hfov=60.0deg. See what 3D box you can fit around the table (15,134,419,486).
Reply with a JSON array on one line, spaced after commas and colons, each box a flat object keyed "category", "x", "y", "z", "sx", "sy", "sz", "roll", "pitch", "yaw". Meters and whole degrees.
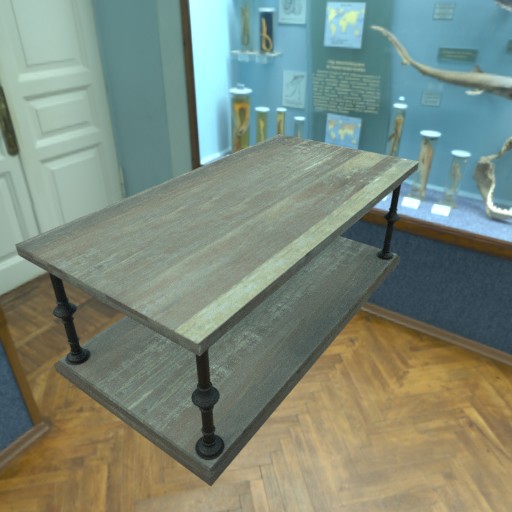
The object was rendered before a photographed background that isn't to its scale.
[{"category": "table", "x": 0.000, "y": 0.000, "z": 1.341, "sx": 0.554, "sy": 0.399, "sz": 1.088, "roll": 21, "pitch": 37, "yaw": 30}]
